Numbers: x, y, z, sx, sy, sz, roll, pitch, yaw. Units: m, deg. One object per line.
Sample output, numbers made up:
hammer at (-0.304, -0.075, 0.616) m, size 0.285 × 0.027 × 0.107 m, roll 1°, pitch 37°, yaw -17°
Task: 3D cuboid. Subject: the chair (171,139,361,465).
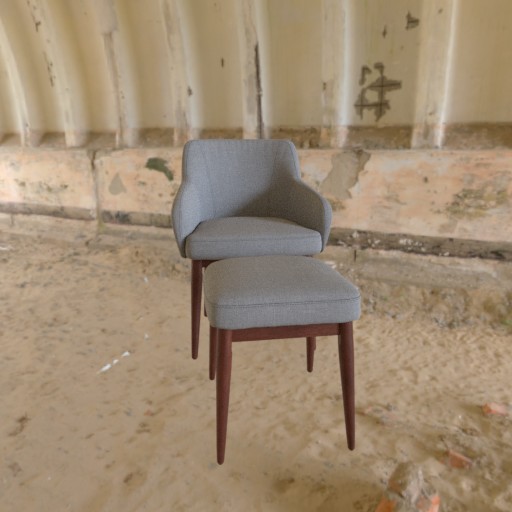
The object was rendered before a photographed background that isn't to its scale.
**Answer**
chair at (0.000, 0.000, 1.575) m, size 0.584 × 0.799 × 1.107 m, roll -2°, pitch 15°, yaw -8°
